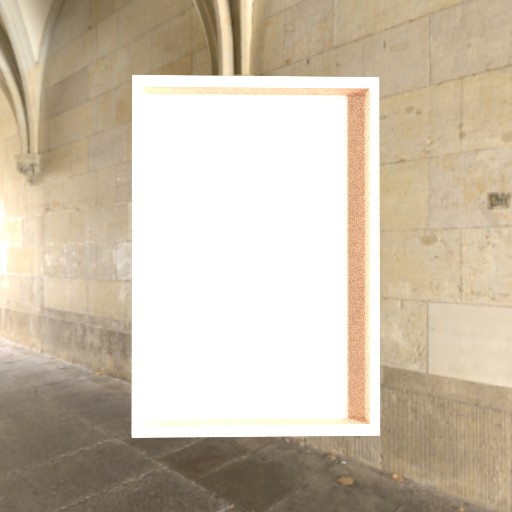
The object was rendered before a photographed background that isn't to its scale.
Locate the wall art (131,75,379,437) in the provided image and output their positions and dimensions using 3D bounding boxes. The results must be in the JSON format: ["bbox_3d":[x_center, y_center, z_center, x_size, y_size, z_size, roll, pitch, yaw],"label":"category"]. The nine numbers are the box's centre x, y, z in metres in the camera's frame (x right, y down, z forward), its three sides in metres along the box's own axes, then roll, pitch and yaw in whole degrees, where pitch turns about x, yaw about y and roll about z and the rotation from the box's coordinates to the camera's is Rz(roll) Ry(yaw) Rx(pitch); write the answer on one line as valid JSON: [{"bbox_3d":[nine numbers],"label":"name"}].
[{"bbox_3d":[0.000,0.000,0.768,0.418,0.608,0.038,0,0,-1],"label":"wall art"}]
